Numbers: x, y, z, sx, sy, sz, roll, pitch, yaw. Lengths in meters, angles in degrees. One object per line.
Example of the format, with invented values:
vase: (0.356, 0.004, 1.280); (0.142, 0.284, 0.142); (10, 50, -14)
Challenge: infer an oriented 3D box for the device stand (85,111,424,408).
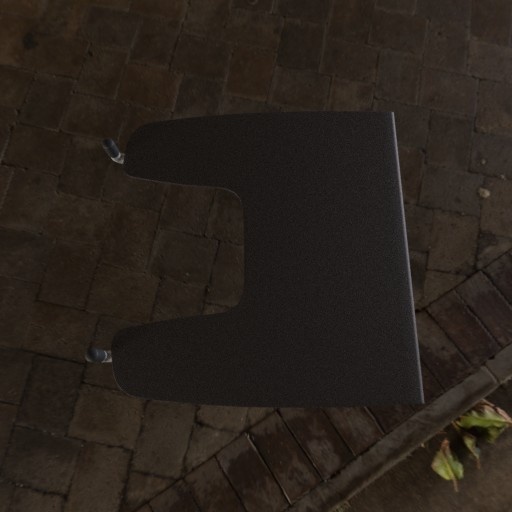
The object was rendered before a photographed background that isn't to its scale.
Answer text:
device stand: (0.000, 0.000, 0.358); (0.230, 0.092, 0.230); (-1, 75, 0)
